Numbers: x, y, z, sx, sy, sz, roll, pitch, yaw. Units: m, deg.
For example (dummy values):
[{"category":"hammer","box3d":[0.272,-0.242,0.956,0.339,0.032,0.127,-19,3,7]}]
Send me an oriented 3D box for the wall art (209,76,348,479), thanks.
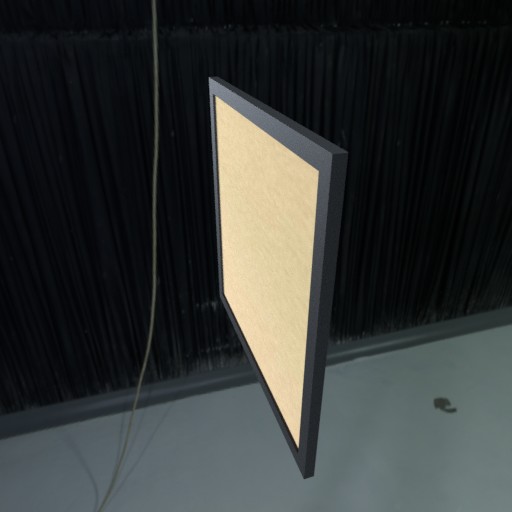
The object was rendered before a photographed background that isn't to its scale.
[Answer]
[{"category":"wall art","box3d":[0.000,0.000,0.535,0.012,0.357,0.358,-10,32,-16]}]
